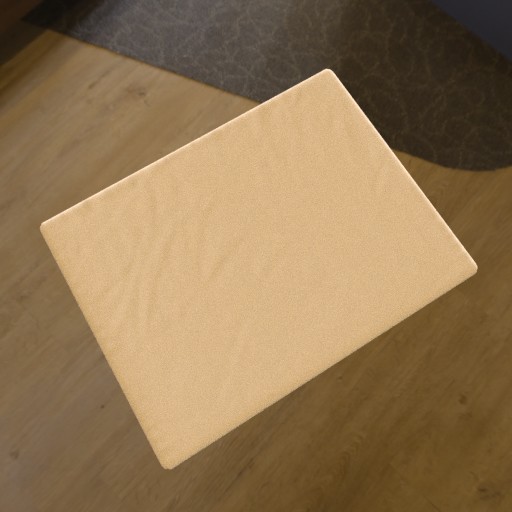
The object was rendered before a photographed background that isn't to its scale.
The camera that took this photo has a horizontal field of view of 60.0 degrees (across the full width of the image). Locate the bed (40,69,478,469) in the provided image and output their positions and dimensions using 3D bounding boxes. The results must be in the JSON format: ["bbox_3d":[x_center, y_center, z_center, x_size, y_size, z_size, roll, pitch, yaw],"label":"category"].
[{"bbox_3d":[0.000,0.000,2.698,2.016,0.431,1.536,-31,78,-7],"label":"bed"}]
